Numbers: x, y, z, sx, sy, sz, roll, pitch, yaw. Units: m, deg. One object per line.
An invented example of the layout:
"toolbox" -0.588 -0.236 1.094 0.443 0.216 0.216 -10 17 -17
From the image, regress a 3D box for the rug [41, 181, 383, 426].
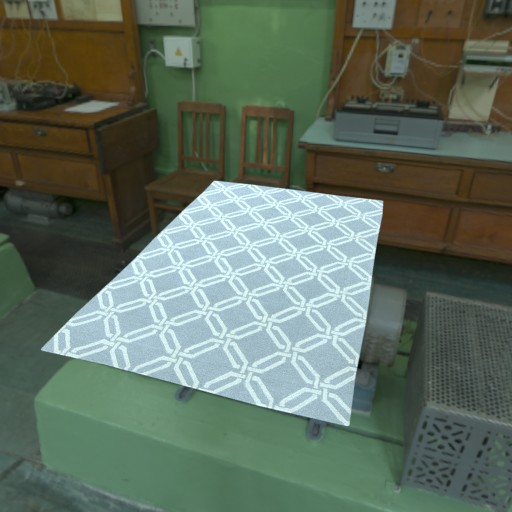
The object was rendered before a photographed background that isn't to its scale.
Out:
"rug" 0.000 0.000 2.213 1.148 0.010 1.754 9 33 15
